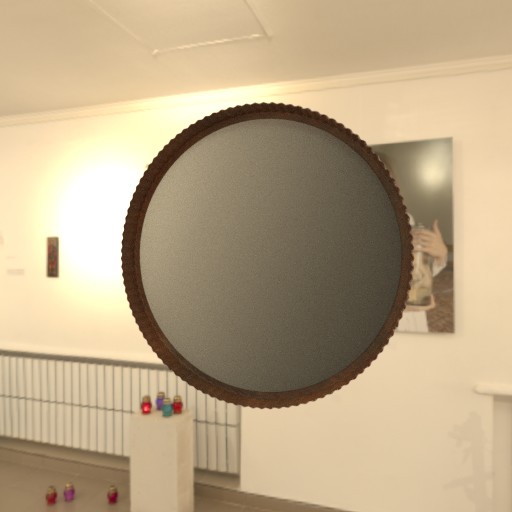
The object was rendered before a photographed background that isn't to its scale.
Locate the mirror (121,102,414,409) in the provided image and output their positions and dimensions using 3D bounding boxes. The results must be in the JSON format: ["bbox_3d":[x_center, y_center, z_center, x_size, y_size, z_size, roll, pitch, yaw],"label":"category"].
[{"bbox_3d":[0.000,0.000,0.905,0.609,0.609,0.056,0,1,18],"label":"mirror"}]
